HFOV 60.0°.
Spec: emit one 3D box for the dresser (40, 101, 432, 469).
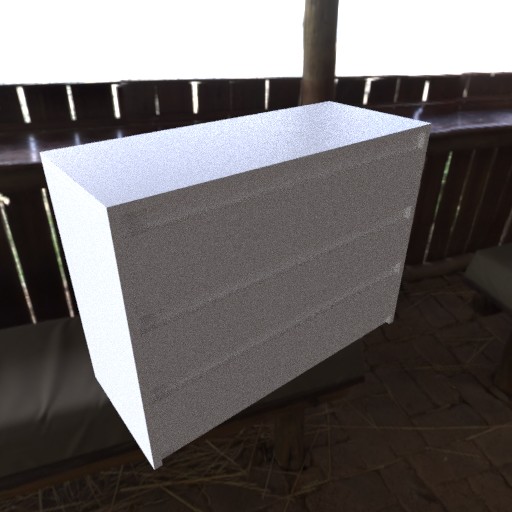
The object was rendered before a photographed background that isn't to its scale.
[{"bbox_3d":[0.000,0.000,1.519,1.100,0.820,0.460,-21,36,-32],"label":"dresser"}]
